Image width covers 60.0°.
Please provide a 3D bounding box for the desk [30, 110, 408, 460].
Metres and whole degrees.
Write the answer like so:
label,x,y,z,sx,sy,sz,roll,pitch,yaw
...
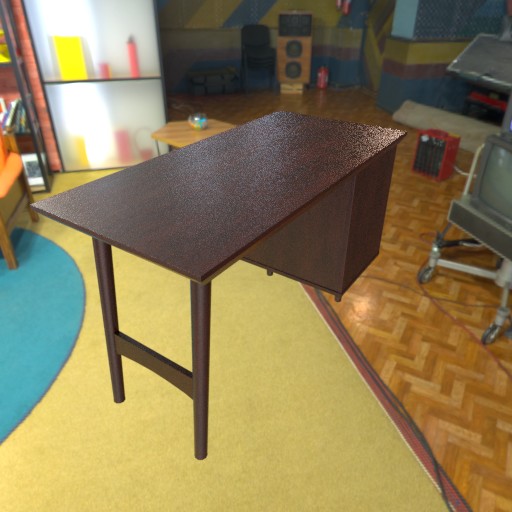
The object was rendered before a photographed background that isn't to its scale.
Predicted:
label,x,y,z,sx,sy,sz,roll,pitch,yaw
desk,0.000,0.000,1.701,0.612,0.758,1.277,20,37,29
